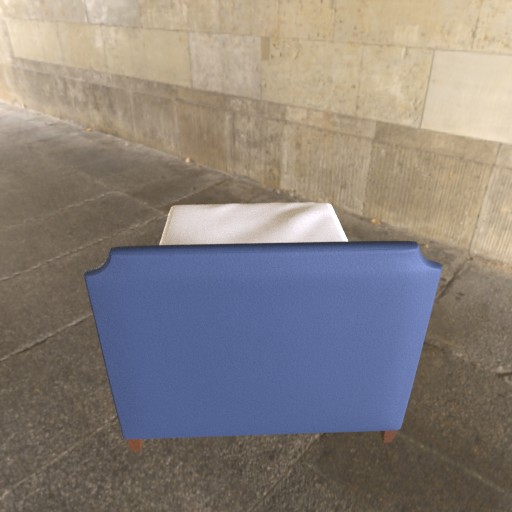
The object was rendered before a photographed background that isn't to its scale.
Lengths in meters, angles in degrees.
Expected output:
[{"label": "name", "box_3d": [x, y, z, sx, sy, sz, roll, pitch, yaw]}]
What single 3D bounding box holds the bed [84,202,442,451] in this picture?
[{"label": "bed", "box_3d": [0.000, 0.000, 3.380, 1.712, 1.443, 2.372, -1, 30, -2]}]
